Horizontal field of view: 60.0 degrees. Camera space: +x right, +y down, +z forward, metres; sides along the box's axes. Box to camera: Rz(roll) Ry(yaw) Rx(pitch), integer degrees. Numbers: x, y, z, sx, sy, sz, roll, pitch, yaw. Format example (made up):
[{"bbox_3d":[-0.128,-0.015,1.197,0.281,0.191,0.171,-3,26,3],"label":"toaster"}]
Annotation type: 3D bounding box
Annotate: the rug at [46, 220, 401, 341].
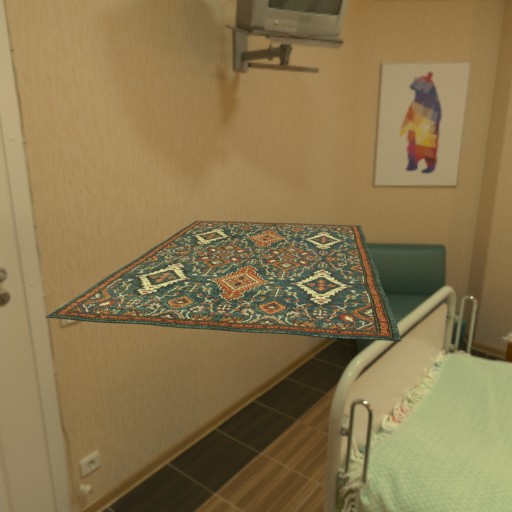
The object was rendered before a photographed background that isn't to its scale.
[{"bbox_3d":[0.000,0.000,4.221,2.190,0.008,3.371,2,15,9],"label":"rug"}]
